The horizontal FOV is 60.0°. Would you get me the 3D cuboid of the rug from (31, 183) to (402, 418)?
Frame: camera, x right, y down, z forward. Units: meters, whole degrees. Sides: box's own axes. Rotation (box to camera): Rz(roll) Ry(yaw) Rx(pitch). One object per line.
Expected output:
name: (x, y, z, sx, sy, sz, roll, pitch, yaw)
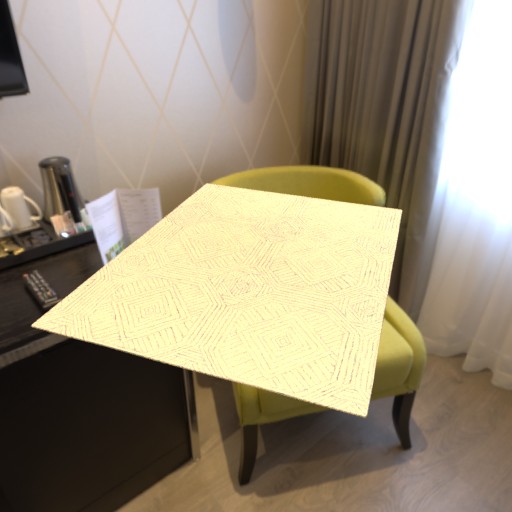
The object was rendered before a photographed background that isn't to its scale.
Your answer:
rug: (0.000, 0.000, 4.161, 2.457, 0.015, 3.049, 10, 32, 17)
